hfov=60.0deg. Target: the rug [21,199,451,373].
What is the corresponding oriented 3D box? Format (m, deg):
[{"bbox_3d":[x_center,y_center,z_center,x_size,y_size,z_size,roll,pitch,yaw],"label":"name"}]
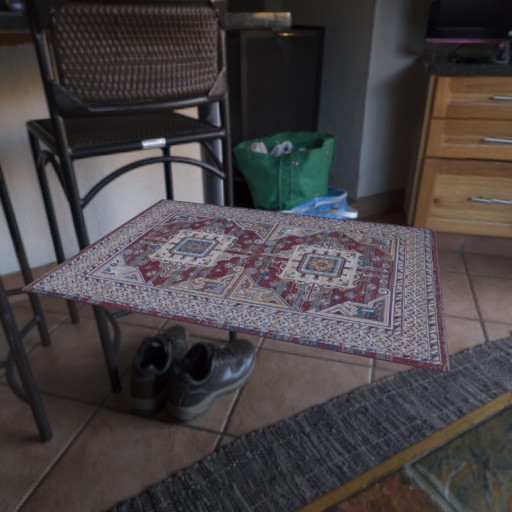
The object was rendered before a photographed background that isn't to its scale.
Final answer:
[{"bbox_3d":[0.000,0.000,2.828,2.210,0.011,1.599,8,27,16],"label":"rug"}]
